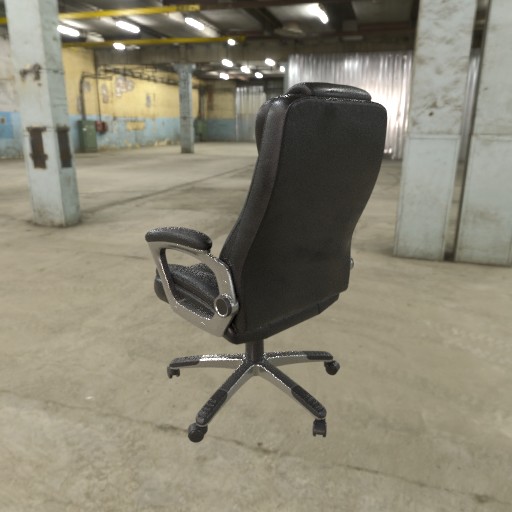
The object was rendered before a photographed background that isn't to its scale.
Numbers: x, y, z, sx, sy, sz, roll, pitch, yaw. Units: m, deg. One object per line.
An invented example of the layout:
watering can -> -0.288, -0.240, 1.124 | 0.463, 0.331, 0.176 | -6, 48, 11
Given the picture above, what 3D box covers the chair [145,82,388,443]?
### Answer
chair -> 0.000, 0.000, 1.524 | 0.697, 1.075, 0.689 | -15, 22, -43
